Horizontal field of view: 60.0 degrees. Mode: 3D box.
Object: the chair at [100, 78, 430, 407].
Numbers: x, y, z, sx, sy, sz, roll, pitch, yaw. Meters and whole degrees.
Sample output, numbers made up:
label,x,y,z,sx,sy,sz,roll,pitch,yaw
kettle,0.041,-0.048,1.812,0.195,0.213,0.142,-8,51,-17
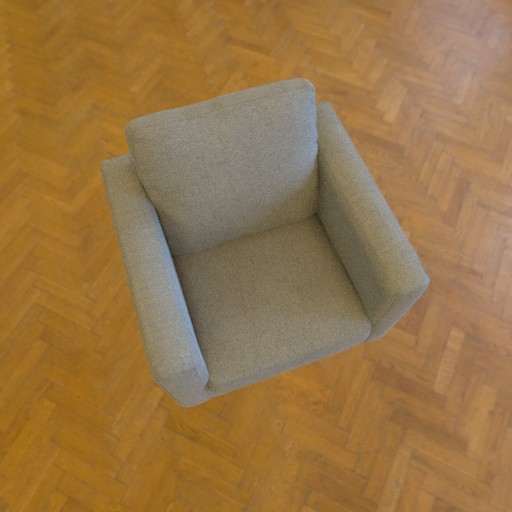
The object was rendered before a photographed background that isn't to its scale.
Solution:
label,x,y,z,sx,sy,sz,roll,pitch,yaw
chair,0.000,0.000,1.592,0.855,0.927,0.800,-18,65,-9
